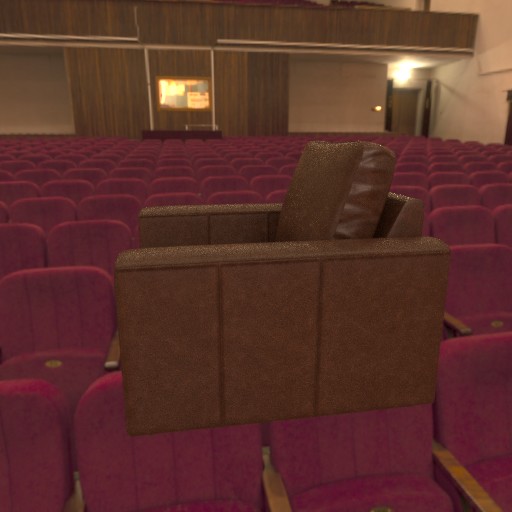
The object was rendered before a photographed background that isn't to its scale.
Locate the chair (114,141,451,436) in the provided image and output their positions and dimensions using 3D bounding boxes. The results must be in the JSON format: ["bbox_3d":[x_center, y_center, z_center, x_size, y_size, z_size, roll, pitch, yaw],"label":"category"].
[{"bbox_3d":[0.000,0.000,1.737,1.016,0.873,1.005,-3,15,-10],"label":"chair"}]
